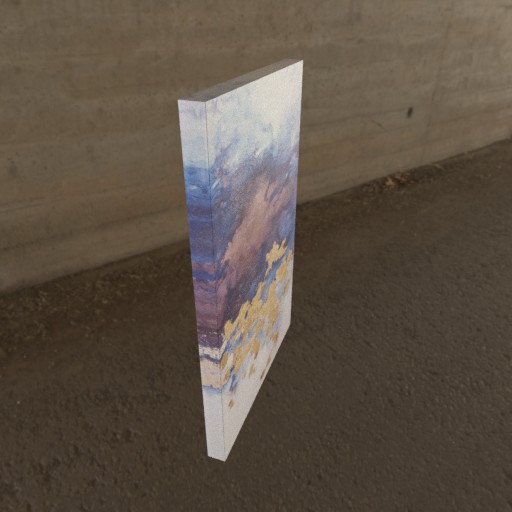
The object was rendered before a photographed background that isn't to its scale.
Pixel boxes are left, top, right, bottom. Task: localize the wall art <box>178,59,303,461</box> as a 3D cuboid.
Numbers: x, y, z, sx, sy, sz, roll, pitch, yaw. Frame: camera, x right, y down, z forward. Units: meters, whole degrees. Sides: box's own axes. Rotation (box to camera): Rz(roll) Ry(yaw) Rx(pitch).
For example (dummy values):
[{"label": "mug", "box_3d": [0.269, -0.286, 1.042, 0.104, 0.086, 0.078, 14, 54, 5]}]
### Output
[{"label": "wall art", "box_3d": [0.000, 0.000, 1.144, 0.048, 0.874, 0.583, 10, 32, 17]}]
